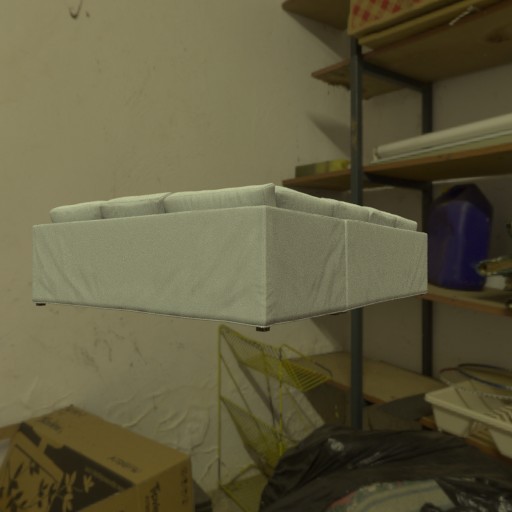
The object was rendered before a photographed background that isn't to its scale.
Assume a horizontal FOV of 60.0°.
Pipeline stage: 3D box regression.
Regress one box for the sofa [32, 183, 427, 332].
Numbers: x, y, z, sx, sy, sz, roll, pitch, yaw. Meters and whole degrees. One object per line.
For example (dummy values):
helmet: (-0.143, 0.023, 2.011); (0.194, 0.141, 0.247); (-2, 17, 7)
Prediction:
sofa: (0.000, 0.000, 4.348); (2.432, 0.871, 3.182); (0, -1, 36)
